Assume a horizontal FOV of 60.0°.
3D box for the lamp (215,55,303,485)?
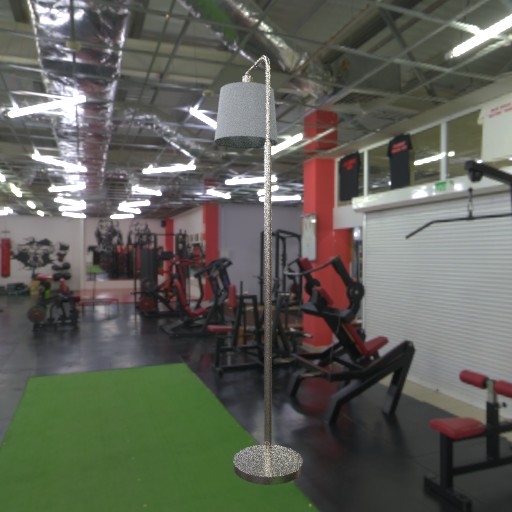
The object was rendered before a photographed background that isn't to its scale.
[{"bbox_3d":[0.000,0.000,1.676,0.254,1.478,0.508,0,0,-19],"label":"lamp"}]
